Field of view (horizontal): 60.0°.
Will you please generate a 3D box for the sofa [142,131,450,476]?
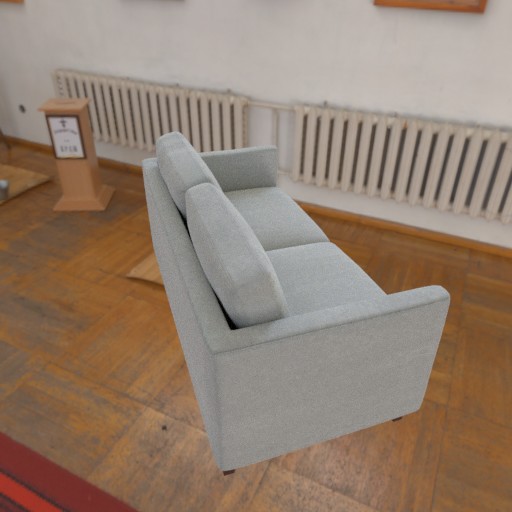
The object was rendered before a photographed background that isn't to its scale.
[{"bbox_3d":[0.000,0.000,2.384,0.950,0.963,1.884,-10,33,-16],"label":"sofa"}]
